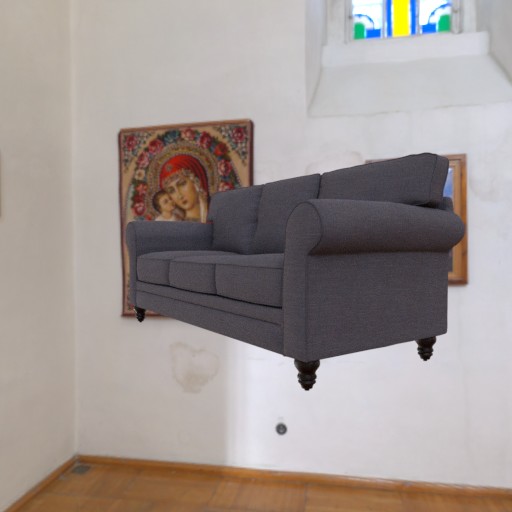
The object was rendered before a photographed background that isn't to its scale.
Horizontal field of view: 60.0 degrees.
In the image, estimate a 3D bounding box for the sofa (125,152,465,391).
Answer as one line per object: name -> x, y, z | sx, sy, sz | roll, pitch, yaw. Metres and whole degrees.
sofa -> 0.000, 0.000, 2.613 | 0.909, 0.966, 2.084 | -1, 2, -35
